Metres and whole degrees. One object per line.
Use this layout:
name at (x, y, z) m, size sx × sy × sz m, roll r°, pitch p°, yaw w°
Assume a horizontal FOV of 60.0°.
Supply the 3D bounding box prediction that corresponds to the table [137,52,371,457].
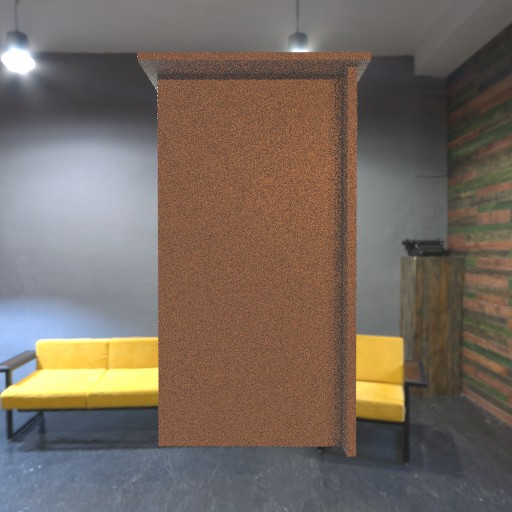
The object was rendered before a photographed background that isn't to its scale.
table at (0.000, 0.000, 1.063) m, size 0.406 × 0.711 × 0.589 m, roll 0°, pitch 1°, yaw 0°
